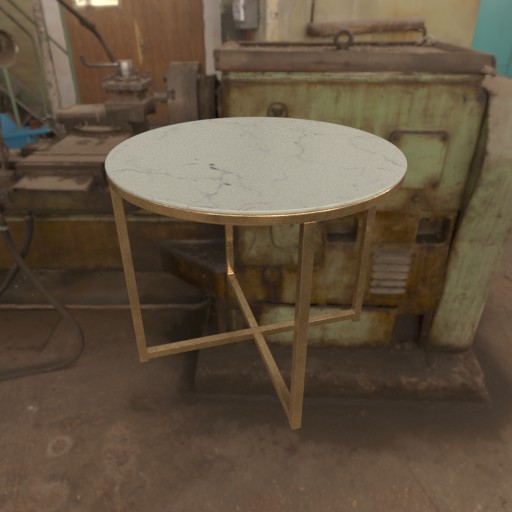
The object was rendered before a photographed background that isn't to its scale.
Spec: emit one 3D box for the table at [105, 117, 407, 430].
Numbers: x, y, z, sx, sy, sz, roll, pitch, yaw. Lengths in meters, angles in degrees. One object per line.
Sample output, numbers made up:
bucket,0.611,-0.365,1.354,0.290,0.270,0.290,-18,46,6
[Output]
table,0.000,0.000,0.869,0.500,0.420,0.500,0,30,0
